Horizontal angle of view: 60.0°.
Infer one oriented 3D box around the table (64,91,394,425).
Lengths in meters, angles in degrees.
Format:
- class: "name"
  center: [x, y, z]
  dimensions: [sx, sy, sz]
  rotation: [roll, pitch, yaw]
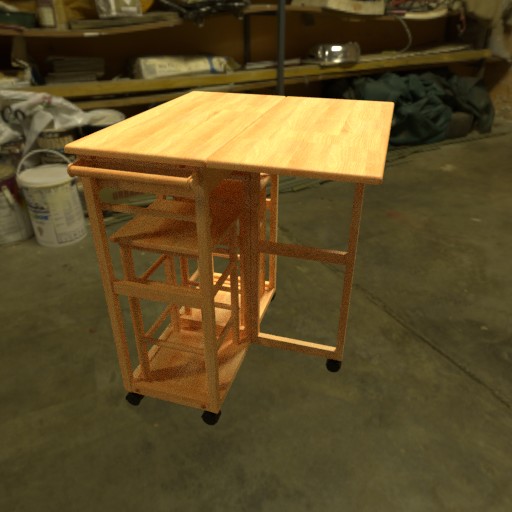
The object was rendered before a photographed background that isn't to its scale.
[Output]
- class: "table"
  center: [0.000, 0.000, 1.392]
  dimensions: [0.693, 0.832, 0.752]
  rotation: [9, 31, 15]
